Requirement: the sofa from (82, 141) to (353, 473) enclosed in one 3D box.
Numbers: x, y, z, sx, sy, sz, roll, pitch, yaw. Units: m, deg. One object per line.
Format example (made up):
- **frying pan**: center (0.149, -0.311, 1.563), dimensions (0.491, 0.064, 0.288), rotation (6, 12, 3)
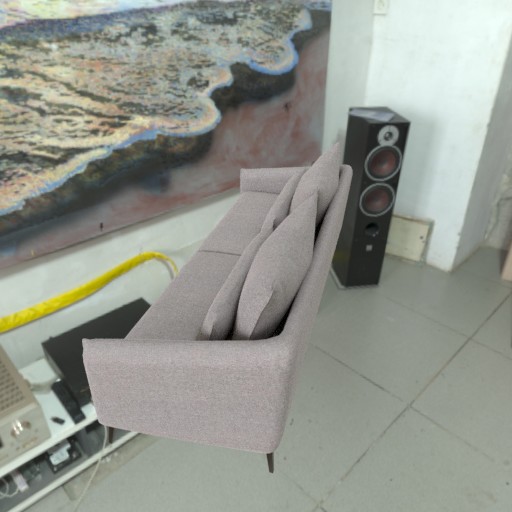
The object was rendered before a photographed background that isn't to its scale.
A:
- **sofa**: center (0.000, 0.000, 2.402), dimensions (0.809, 0.833, 2.022), rotation (9, 32, 14)
